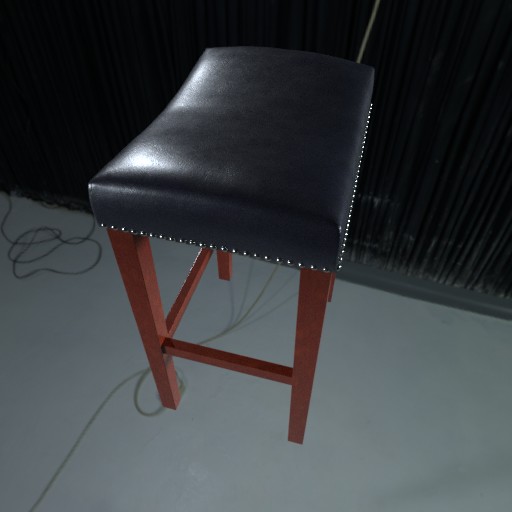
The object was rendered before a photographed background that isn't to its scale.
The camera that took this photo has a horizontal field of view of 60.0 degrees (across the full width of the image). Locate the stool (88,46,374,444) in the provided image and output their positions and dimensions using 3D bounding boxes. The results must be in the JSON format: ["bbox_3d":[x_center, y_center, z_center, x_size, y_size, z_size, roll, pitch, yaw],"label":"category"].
[{"bbox_3d":[0.000,0.000,0.995,0.372,0.742,0.504,11,47,11],"label":"stool"}]
